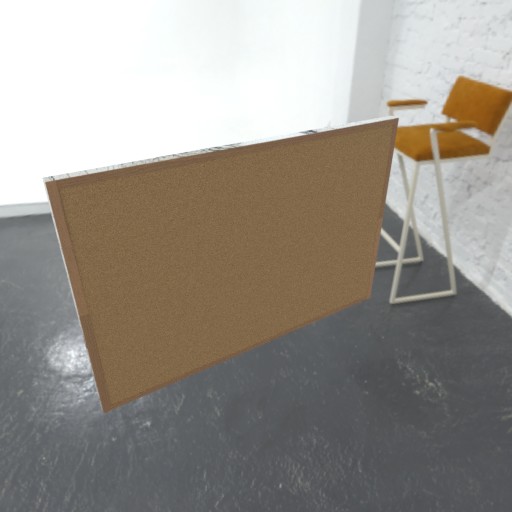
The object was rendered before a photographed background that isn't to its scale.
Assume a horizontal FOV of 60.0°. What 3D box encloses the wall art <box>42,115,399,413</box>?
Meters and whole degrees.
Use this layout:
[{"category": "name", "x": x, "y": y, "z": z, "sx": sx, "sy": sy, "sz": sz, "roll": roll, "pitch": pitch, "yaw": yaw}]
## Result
[{"category": "wall art", "x": 0.000, "y": 0.000, "z": 1.459, "sx": 1.141, "sy": 0.758, "sz": 0.035, "roll": -18, "pitch": 35, "yaw": -28}]
